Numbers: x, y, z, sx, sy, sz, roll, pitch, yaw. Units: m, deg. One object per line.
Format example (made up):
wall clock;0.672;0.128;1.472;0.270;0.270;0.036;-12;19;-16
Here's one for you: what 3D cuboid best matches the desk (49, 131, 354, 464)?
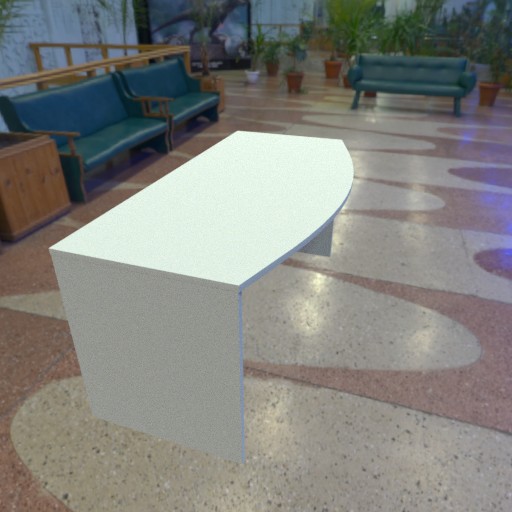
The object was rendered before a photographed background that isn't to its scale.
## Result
desk;0.000;0.000;2.101;0.802;0.750;1.600;10;31;17
